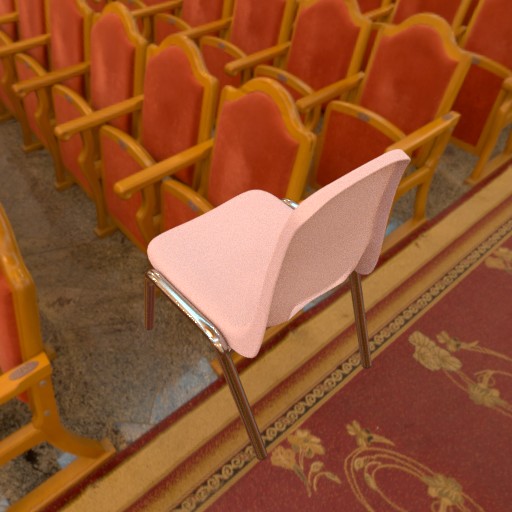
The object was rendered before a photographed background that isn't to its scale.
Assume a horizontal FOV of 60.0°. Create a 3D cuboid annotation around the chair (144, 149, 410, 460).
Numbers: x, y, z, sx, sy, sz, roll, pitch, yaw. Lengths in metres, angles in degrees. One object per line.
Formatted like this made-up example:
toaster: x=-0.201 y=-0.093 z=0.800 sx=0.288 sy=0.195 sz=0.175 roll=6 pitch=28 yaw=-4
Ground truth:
chair: x=0.000 y=0.000 z=0.823 sx=0.354 sy=0.586 sz=0.423 roll=-31 pitch=53 yaw=-27
